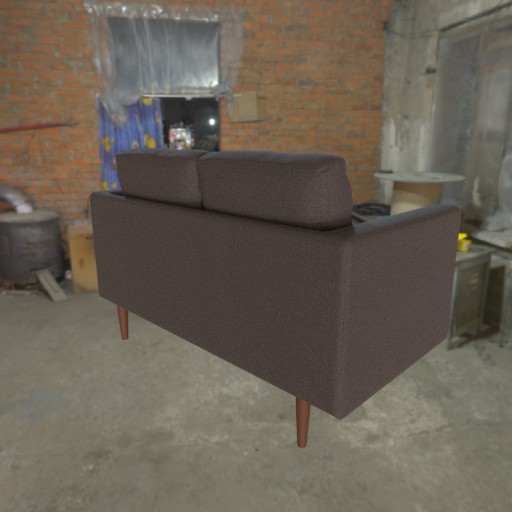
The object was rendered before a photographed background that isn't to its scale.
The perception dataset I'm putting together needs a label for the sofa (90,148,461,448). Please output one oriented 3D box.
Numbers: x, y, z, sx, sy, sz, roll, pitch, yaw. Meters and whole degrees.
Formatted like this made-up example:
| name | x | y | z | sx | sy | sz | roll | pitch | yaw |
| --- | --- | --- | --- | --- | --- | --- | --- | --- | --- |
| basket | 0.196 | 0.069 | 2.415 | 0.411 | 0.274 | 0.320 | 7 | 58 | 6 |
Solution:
| name | x | y | z | sx | sy | sz | roll | pitch | yaw |
| --- | --- | --- | --- | --- | --- | --- | --- | --- | --- |
| sofa | 0.000 | 0.000 | 1.919 | 1.430 | 0.908 | 0.796 | 14 | 21 | 43 |
